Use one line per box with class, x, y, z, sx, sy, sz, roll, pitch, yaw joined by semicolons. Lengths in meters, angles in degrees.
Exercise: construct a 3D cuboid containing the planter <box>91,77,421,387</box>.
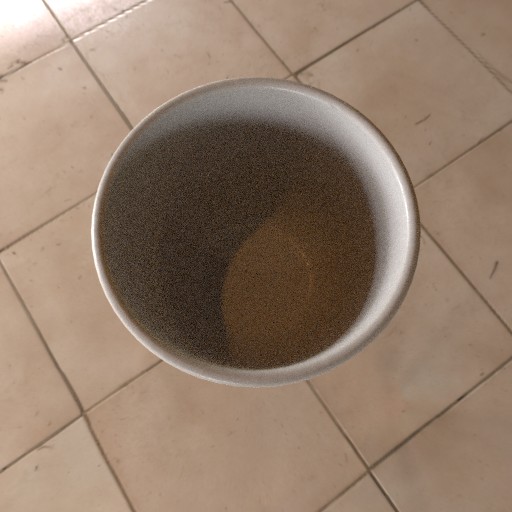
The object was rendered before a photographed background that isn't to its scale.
planter;0.000;0.000;0.300;0.170;0.152;0.170;0;74;0
